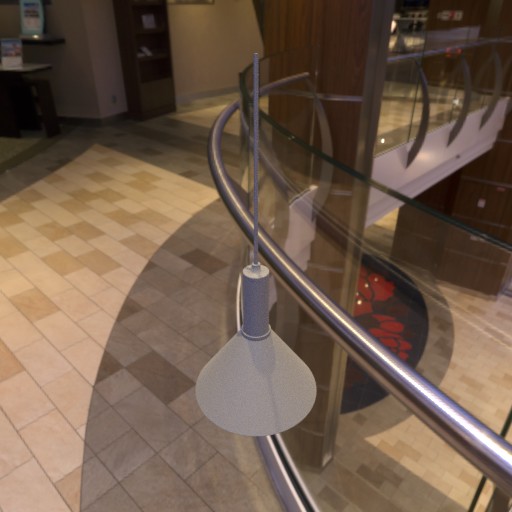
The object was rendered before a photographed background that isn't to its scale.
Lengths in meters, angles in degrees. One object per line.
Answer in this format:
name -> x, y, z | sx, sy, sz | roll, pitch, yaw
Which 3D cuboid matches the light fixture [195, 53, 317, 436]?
light fixture -> 0.000, 0.000, 0.818 | 0.267, 0.683, 0.267 | -1, 30, -2
